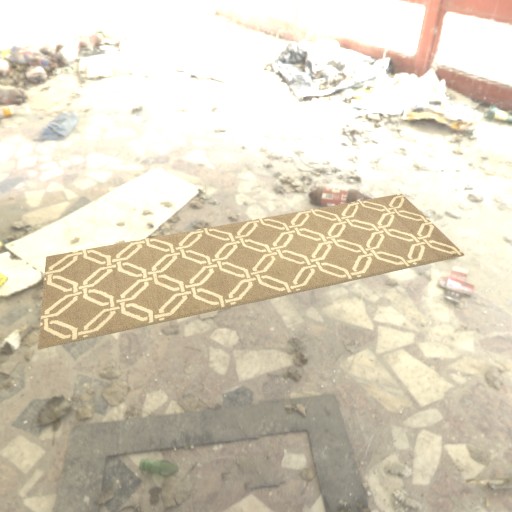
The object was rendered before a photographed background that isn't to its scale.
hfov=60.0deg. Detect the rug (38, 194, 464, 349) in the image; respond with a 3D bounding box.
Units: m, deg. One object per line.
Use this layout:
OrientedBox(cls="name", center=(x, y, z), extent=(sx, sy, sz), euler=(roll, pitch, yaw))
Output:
OrientedBox(cls="rug", center=(0.000, 0.000, 2.511), extent=(2.276, 0.014, 0.678), euler=(-11, 41, -13))
